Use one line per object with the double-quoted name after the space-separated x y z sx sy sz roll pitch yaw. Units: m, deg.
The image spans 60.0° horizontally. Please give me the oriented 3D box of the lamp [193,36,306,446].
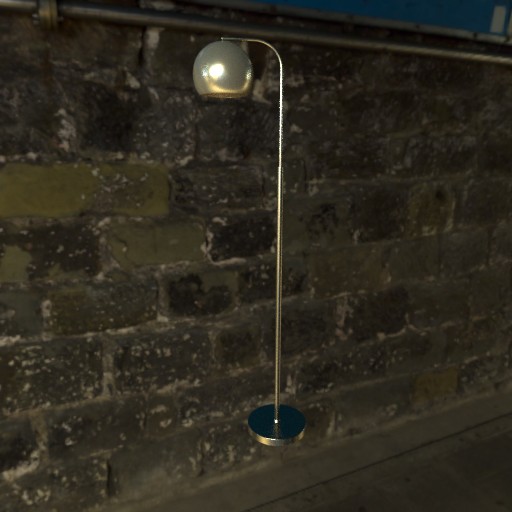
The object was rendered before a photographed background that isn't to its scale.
0.000 0.000 1.690 0.431 1.526 0.250 -3 15 -10 "lamp"
